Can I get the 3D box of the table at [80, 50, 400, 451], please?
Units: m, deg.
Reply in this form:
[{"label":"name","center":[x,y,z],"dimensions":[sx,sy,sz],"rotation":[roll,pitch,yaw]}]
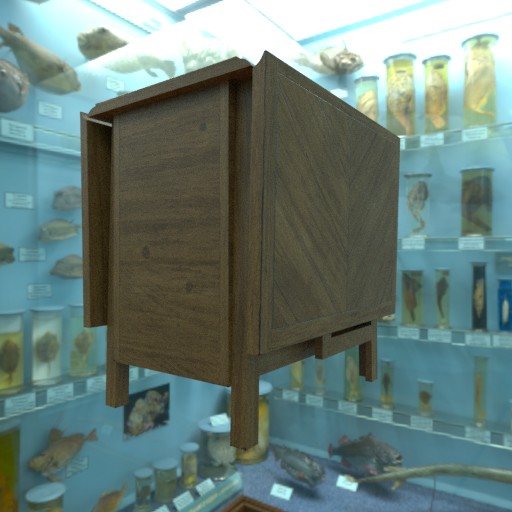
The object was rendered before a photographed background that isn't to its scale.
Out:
[{"label":"table","center":[0.000,0.000,1.279],"dimensions":[0.591,0.763,0.746],"rotation":[0,0,36]}]
